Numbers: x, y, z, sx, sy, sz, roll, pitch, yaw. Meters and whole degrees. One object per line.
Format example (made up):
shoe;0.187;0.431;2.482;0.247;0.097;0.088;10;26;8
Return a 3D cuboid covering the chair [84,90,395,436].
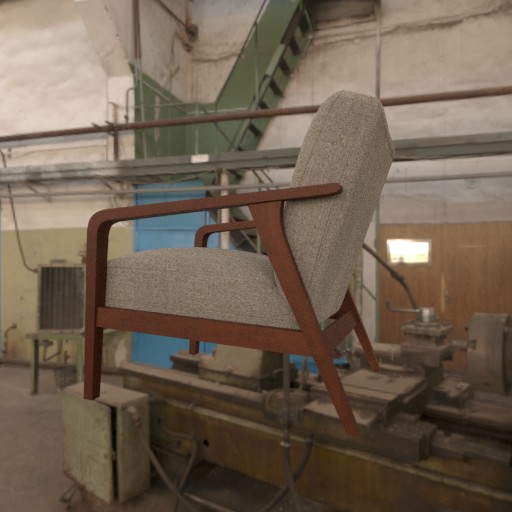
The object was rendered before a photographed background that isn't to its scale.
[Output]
chair;0.000;0.000;1.467;0.858;0.847;0.704;0;0;20
